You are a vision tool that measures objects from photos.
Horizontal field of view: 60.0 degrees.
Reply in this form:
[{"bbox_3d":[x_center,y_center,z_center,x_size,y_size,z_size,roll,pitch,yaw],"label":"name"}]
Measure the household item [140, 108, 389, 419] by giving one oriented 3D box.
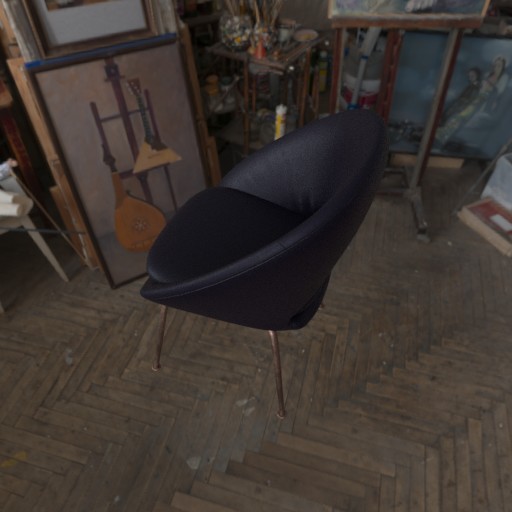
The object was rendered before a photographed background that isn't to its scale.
[{"bbox_3d":[0.000,0.000,1.263,0.573,0.852,0.623,16,49,15],"label":"household item"}]
